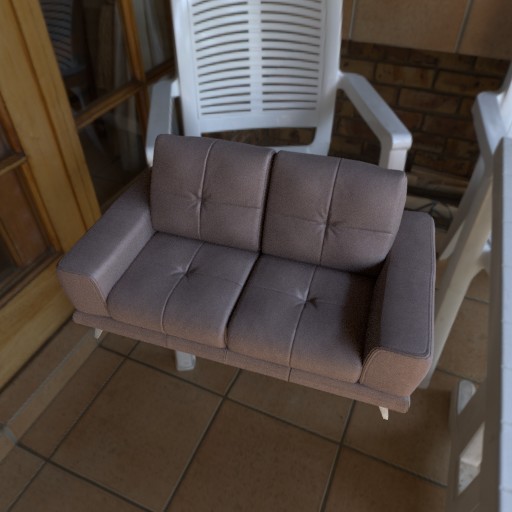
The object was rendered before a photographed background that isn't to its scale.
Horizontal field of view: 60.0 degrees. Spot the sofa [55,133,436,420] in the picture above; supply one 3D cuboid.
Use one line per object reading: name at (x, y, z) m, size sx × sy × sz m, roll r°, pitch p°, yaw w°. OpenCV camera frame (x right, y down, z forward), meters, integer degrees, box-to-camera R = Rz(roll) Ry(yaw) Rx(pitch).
sofa at (0.000, 0.000, 2.352) m, size 1.806 × 0.907 × 1.018 m, roll 12°, pitch 44°, yaw 13°
